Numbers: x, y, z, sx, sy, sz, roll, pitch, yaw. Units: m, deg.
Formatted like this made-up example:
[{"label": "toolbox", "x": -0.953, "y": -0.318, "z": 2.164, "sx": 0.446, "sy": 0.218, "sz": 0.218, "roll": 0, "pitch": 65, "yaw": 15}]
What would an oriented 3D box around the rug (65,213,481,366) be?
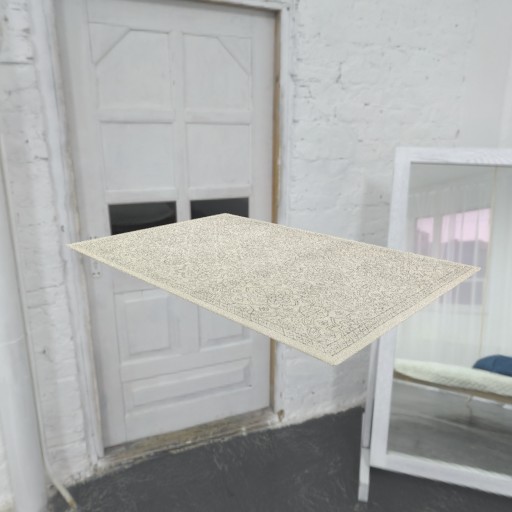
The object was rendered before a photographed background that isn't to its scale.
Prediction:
[{"label": "rug", "x": 0.000, "y": 0.000, "z": 2.889, "sx": 2.286, "sy": 0.011, "sz": 1.524, "roll": 16, "pitch": 24, "yaw": 42}]
